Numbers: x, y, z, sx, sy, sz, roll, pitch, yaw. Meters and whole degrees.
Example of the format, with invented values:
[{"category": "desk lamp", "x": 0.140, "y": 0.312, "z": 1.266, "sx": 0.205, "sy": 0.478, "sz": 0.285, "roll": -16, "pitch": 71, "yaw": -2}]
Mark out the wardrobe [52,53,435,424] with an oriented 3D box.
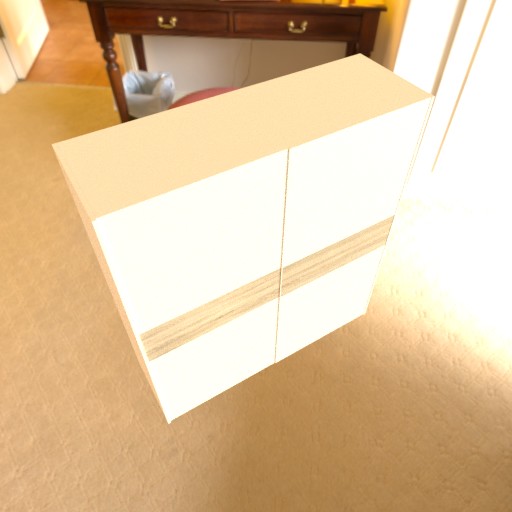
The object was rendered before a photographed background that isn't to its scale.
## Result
[{"category": "wardrobe", "x": 0.000, "y": 0.000, "z": 2.930, "sx": 1.830, "sy": 2.020, "sz": 0.600, "roll": -24, "pitch": 53, "yaw": -20}]
